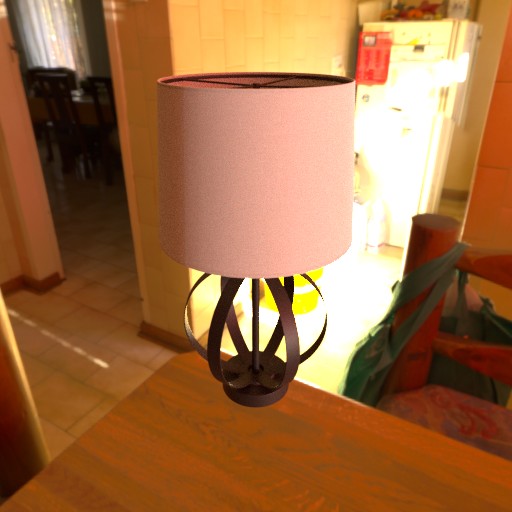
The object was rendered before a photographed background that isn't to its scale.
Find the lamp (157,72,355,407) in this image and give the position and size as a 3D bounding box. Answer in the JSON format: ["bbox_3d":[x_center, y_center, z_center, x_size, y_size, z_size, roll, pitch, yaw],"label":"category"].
[{"bbox_3d":[0.000,0.000,0.685,0.286,0.510,0.286,0,26,0],"label":"lamp"}]
